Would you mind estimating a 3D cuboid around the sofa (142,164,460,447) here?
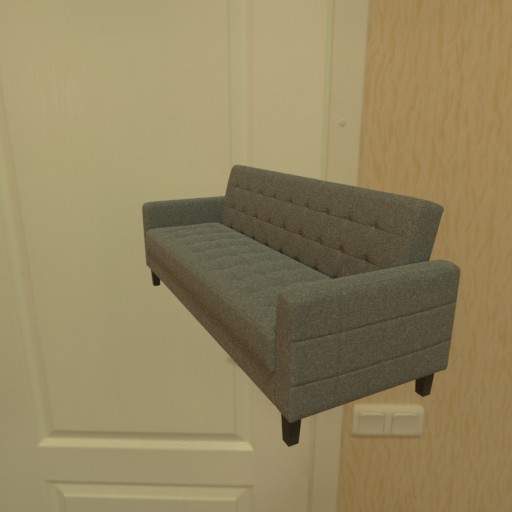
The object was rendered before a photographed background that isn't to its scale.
[{"bbox_3d":[0.000,0.000,2.476,0.810,0.850,2.040,-8,19,-26],"label":"sofa"}]
